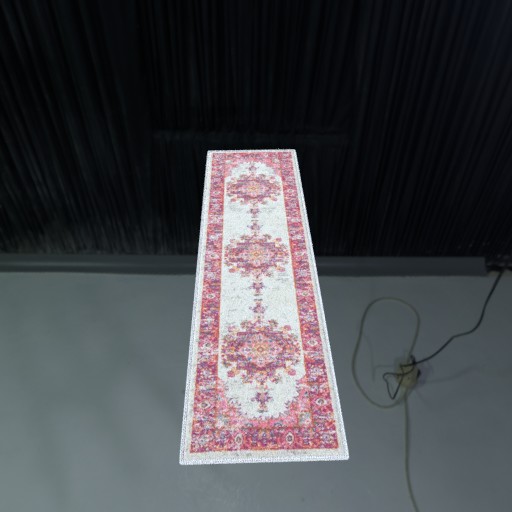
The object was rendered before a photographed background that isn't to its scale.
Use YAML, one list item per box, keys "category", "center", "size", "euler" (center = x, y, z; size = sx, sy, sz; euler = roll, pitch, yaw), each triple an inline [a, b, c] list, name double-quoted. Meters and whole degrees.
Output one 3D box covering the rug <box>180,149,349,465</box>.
- category: "rug"
  center: [0.000, 0.000, 2.542]
  size: [0.666, 0.011, 2.294]
  euler: [-1, 44, -1]
